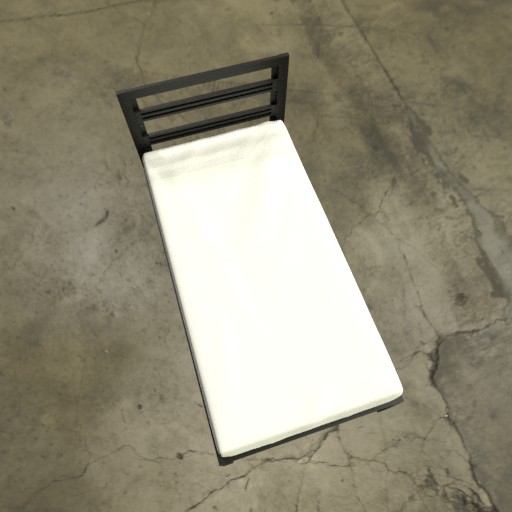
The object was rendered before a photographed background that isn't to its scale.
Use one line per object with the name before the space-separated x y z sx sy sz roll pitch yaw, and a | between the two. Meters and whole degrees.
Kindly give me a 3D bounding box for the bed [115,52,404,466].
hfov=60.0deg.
bed | 0.000 0.000 2.504 0.991 0.967 1.930 -16 65 -8
